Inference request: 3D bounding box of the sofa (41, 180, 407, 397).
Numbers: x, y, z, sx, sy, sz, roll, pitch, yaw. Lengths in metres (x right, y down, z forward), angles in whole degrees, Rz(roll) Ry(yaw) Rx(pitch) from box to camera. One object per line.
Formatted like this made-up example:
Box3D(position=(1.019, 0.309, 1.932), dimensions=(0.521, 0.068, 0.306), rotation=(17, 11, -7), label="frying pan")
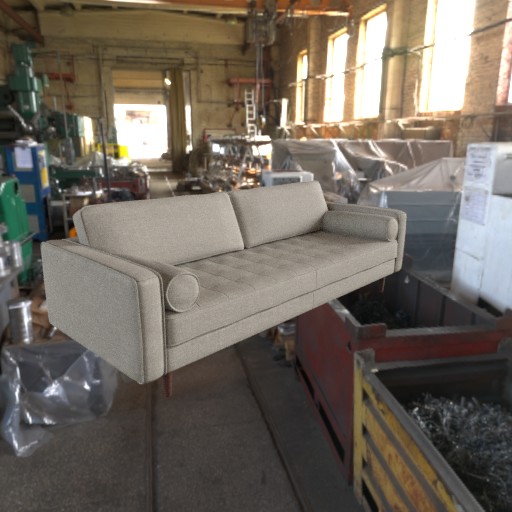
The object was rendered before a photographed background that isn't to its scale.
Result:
Box3D(position=(0.000, 0.000, 2.703), dimensions=(0.914, 0.762, 2.211), rotation=(14, 20, 42), label="sofa")
